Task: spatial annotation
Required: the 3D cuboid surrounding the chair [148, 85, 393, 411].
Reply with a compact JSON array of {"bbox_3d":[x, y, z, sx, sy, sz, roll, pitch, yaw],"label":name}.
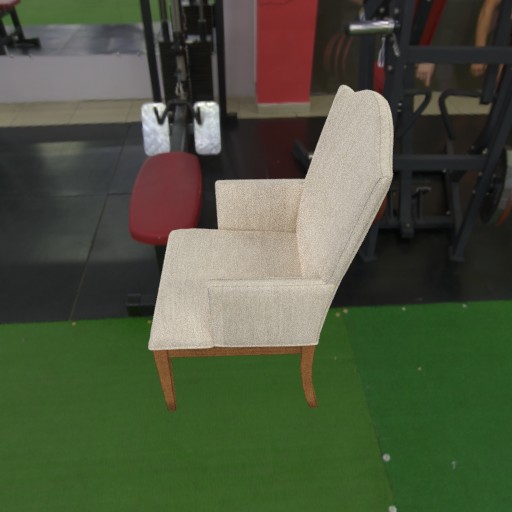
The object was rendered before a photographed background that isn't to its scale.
[{"bbox_3d":[0.000,0.000,1.401,0.641,1.016,0.533,-1,42,-1],"label":"chair"}]
